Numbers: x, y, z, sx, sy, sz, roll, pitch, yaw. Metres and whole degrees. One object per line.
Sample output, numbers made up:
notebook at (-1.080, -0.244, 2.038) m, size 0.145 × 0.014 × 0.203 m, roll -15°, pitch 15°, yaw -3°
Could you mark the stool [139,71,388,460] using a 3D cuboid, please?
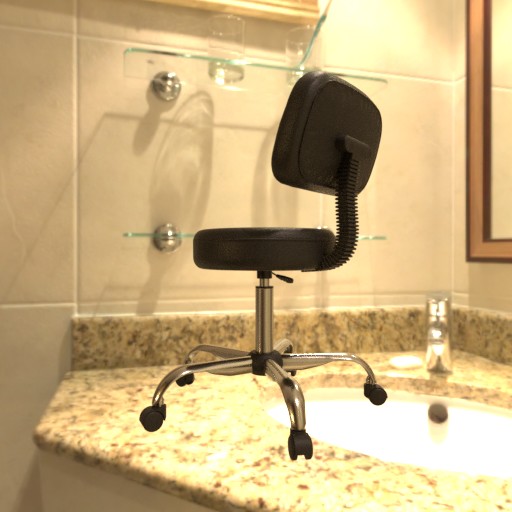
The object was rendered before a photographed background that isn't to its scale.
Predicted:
stool at (0.000, 0.000, 1.287) m, size 0.648 × 0.862 × 0.673 m, roll 0°, pitch 1°, yaw 37°
